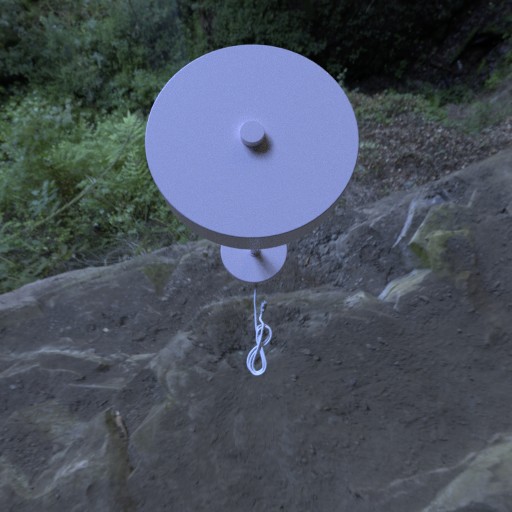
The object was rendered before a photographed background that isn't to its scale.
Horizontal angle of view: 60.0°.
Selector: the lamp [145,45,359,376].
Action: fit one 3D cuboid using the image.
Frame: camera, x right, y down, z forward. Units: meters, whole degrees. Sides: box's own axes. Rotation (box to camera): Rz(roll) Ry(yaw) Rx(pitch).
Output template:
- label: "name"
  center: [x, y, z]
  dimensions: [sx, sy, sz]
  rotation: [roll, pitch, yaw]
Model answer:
- label: "lamp"
  center: [0.000, 0.000, 0.693]
  dimensions: [0.229, 0.508, 0.369]
  rotation: [-3, 76, -1]
